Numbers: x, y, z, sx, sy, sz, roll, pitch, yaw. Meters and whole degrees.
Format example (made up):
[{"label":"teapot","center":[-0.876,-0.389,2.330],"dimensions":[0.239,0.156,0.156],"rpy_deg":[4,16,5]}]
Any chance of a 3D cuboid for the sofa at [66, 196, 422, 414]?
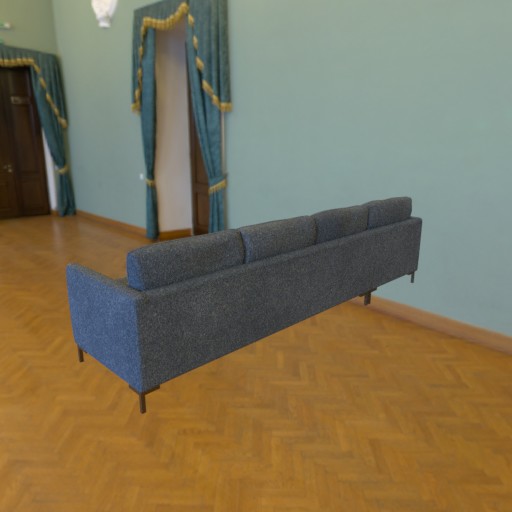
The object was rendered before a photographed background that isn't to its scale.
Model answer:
[{"label":"sofa","center":[0.000,0.000,3.492],"dimensions":[2.932,0.810,1.350],"rpy_deg":[-15,21,-43]}]
